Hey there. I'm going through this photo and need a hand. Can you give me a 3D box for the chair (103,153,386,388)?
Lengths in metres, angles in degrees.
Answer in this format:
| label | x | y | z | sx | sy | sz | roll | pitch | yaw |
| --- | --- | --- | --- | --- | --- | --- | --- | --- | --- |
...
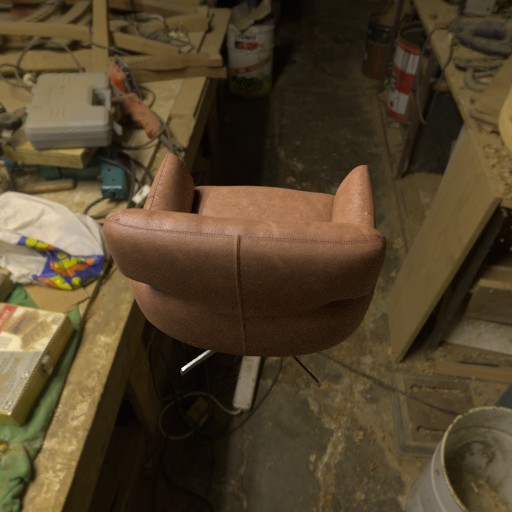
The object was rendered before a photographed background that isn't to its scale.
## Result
| label | x | y | z | sx | sy | sz | roll | pitch | yaw |
| --- | --- | --- | --- | --- | --- | --- | --- | --- | --- |
| chair | 0.000 | 0.000 | 1.366 | 0.706 | 0.812 | 0.715 | 4 | 47 | 4 |
